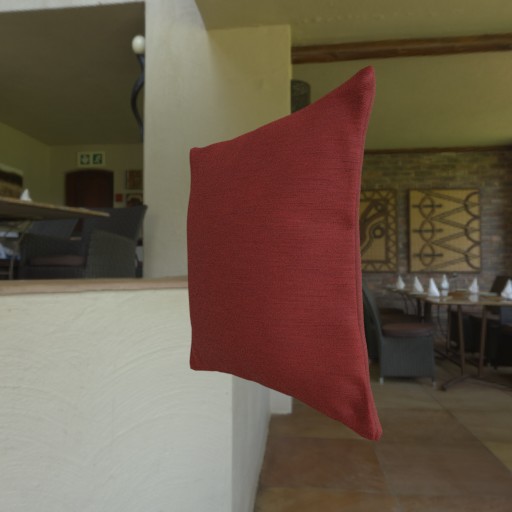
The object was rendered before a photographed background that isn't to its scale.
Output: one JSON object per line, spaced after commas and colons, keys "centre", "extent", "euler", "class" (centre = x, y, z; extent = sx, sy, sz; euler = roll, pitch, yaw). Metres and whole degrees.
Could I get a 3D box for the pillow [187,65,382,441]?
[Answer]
{"centre": [0.000, 0.000, 0.657], "extent": [0.151, 0.416, 0.435], "euler": [1, -2, -36], "class": "pillow"}
